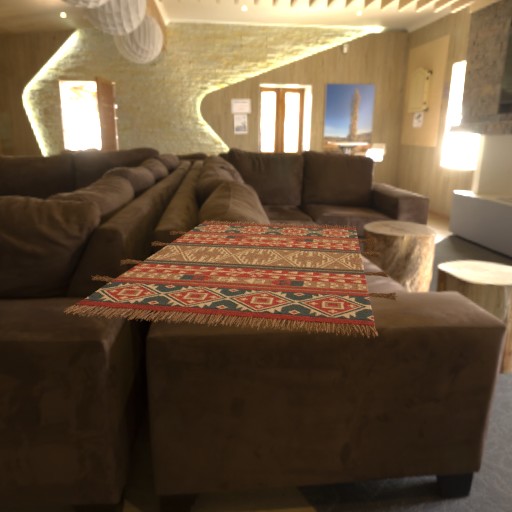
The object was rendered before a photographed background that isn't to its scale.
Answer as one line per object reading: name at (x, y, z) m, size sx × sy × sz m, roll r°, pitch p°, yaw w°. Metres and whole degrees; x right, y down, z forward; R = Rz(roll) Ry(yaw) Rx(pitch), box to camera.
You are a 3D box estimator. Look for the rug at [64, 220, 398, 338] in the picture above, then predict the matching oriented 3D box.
rug at (0.000, 0.000, 2.623) m, size 1.469 × 0.040 × 2.025 m, roll 3°, pitch 15°, yaw 10°
